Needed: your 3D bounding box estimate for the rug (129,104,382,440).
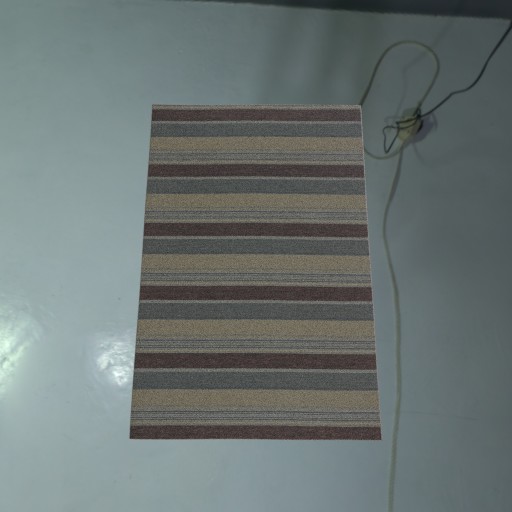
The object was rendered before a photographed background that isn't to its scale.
[{"bbox_3d":[0.000,0.000,2.363,1.219,0.008,1.829,0,75,0],"label":"rug"}]
